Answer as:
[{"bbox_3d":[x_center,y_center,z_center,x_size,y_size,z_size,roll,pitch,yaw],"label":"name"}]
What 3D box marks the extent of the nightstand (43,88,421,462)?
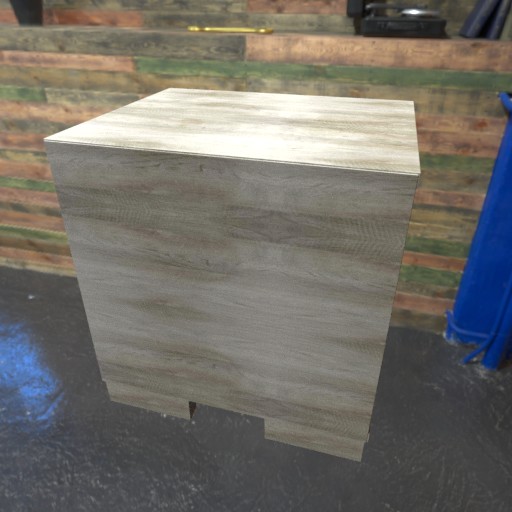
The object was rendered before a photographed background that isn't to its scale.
[{"bbox_3d":[0.000,0.000,0.730,0.427,0.448,0.347,8,32,14],"label":"nightstand"}]
